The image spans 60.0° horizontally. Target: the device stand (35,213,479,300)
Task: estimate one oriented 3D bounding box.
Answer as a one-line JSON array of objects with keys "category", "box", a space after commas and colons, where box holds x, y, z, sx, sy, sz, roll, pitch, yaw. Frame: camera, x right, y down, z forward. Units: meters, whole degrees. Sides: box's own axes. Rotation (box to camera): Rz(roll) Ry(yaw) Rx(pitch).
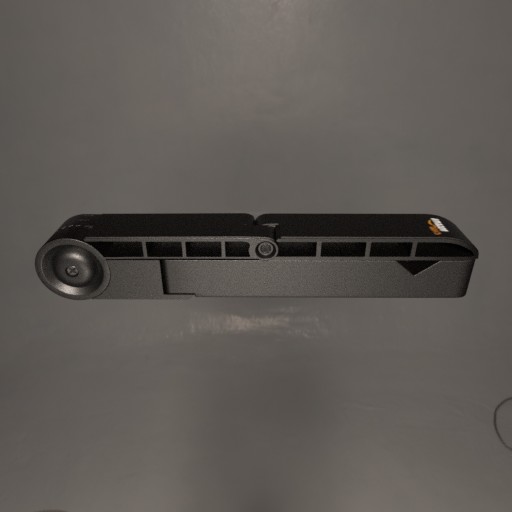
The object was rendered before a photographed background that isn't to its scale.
[{"category": "device stand", "box": [0.000, 0.000, 0.190, 0.179, 0.030, 0.026, 0, 29, 0]}]
